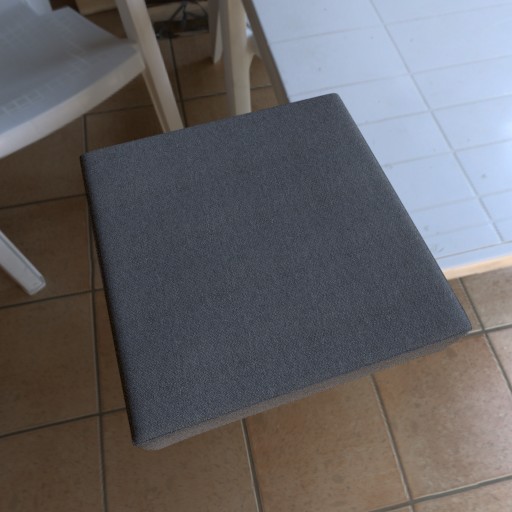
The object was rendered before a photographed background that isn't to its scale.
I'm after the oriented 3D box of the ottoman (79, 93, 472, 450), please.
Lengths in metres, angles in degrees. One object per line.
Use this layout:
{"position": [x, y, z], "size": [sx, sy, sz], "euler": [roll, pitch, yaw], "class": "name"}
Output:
{"position": [0.000, 0.000, 1.506], "size": [0.970, 0.378, 0.981], "euler": [-16, 64, -8], "class": "ottoman"}
